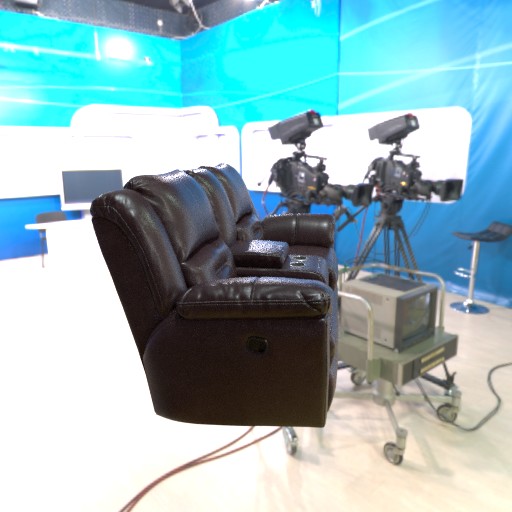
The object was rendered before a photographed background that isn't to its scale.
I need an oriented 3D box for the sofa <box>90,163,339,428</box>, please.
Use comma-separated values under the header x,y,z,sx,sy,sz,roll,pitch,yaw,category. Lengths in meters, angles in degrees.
x,y,z,sx,sy,sz,roll,pitch,yaw,category
0.000,0.000,2.640,0.991,1.043,2.058,2,14,10,sofa
